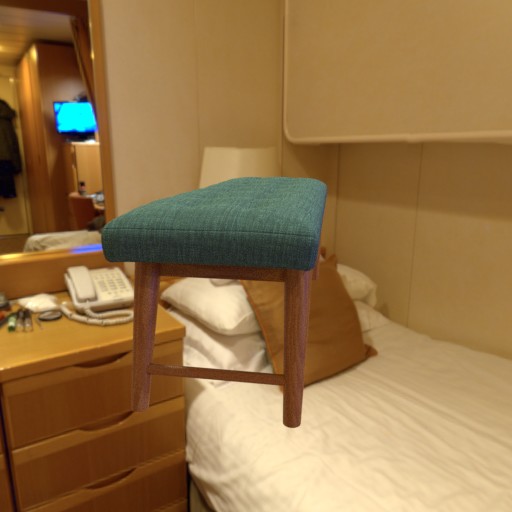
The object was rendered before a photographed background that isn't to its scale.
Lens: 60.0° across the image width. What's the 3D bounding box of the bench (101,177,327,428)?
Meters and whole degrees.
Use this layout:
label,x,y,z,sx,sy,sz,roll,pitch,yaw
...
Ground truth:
label,x,y,z,sx,sy,sz,roll,pitch,yaw
bench,0.000,0.000,1.364,0.406,0.432,1.118,2,14,9
